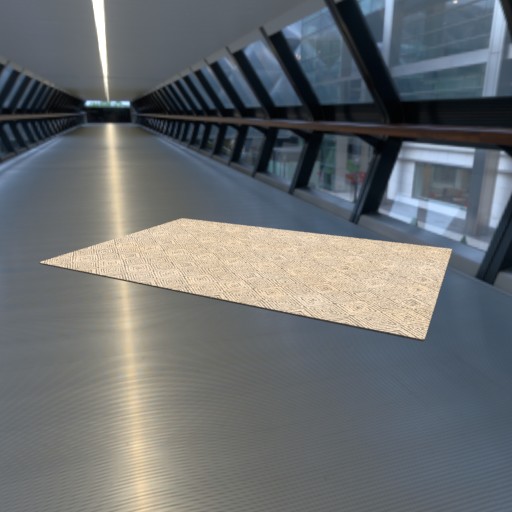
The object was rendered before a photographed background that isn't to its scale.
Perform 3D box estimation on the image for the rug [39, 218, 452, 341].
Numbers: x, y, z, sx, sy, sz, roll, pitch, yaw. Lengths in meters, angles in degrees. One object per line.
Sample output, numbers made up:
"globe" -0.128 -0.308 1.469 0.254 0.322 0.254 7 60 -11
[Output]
"rug" 0.000 0.000 2.281 1.783 0.008 1.175 8 19 26
